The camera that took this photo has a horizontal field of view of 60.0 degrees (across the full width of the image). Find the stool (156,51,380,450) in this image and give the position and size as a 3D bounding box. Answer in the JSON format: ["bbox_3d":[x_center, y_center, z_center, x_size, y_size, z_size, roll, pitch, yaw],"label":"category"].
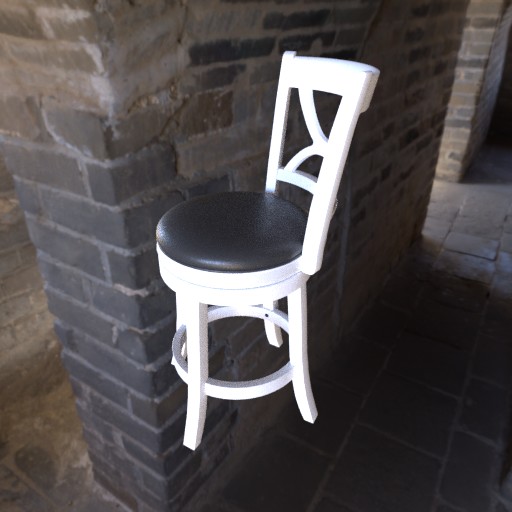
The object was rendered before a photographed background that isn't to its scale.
[{"bbox_3d":[0.000,0.000,1.179,0.508,0.953,0.444,-8,30,-13],"label":"stool"}]
